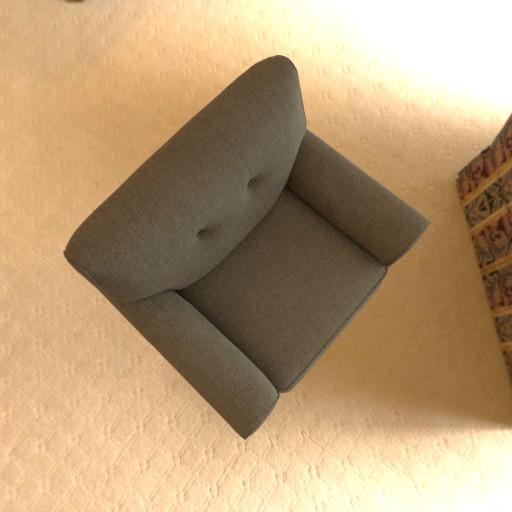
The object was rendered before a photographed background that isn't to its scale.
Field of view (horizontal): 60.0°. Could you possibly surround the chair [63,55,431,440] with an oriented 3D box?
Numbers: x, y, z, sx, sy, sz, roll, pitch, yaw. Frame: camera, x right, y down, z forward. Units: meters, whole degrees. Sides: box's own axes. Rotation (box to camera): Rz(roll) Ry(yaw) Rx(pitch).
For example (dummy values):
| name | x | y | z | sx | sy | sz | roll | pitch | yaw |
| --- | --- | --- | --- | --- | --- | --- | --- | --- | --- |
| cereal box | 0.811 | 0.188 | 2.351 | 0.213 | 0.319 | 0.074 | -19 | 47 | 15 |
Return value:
| name | x | y | z | sx | sy | sz | roll | pitch | yaw |
| --- | --- | --- | --- | --- | --- | --- | --- | --- | --- |
| chair | 0.000 | 0.000 | 1.596 | 0.816 | 0.890 | 0.941 | 41 | 79 | 10 |
